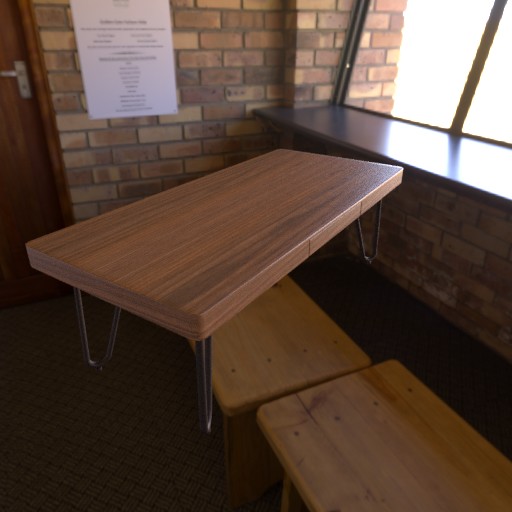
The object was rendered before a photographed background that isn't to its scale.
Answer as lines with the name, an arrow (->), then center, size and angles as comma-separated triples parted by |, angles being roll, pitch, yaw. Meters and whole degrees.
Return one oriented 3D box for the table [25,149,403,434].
table -> 0.000, 0.000, 1.678 | 0.637, 0.468, 1.375 | 17, 31, 30
